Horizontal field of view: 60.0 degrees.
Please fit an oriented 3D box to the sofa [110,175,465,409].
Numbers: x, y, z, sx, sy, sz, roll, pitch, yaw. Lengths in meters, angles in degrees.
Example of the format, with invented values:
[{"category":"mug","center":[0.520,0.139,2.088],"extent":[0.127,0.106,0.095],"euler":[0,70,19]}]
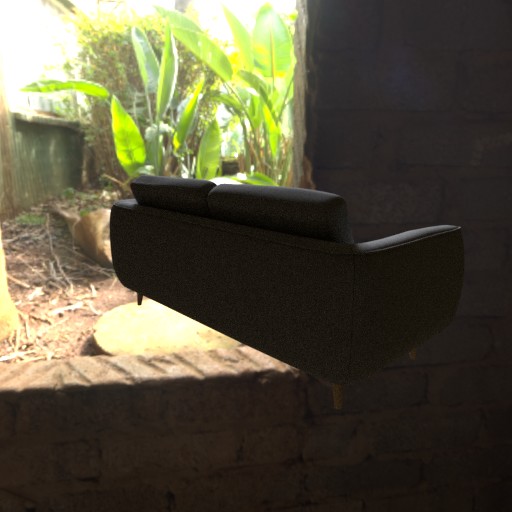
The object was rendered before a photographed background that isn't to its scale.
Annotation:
[{"category":"sofa","center":[0.000,0.000,2.495],"extent":[0.920,0.870,2.000],"euler":[-13,19,-42]}]
